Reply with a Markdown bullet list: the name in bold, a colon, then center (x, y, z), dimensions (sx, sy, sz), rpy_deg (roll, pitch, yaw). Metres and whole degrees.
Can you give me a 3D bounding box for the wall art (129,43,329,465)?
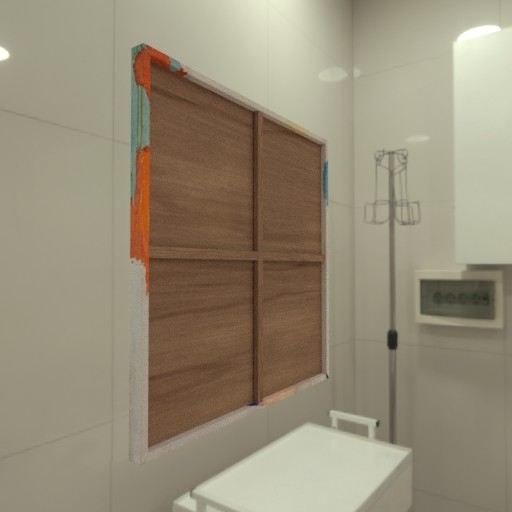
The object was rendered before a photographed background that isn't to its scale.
- **wall art**: center (0.000, 0.000, 1.194), dimensions (0.037, 0.814, 0.814), rpy_deg (-1, -2, 35)
